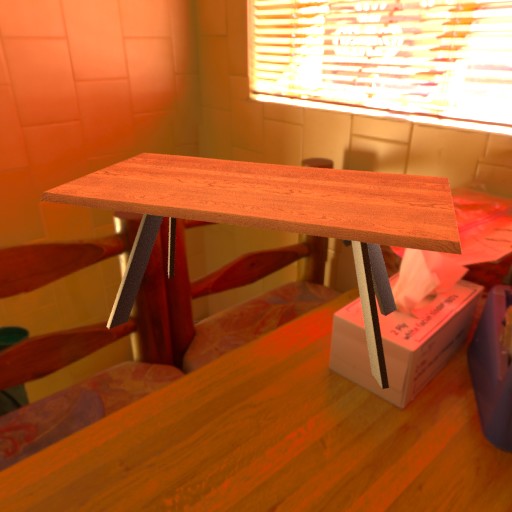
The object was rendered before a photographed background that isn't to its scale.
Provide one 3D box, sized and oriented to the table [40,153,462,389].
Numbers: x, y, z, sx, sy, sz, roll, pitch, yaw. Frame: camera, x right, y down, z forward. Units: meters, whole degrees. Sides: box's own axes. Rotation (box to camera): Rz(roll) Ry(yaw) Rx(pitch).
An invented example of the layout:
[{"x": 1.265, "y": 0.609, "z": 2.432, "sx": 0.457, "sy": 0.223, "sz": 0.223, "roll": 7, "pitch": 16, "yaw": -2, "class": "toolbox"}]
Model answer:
[{"x": 0.000, "y": 0.000, "z": 2.318, "sx": 1.800, "sy": 0.770, "sz": 0.900, "roll": 8, "pitch": 27, "yaw": 17, "class": "table"}]
